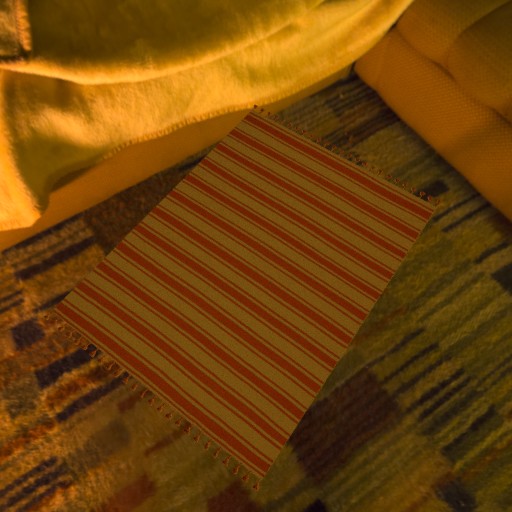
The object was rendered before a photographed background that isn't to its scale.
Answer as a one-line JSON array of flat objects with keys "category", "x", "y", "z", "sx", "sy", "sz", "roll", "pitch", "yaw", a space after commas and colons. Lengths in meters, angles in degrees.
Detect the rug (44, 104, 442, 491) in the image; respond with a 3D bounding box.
[{"category": "rug", "x": 0.000, "y": 0.000, "z": 4.421, "sx": 2.451, "sy": 0.035, "sz": 3.369, "roll": 33, "pitch": 67, "yaw": 16}]
